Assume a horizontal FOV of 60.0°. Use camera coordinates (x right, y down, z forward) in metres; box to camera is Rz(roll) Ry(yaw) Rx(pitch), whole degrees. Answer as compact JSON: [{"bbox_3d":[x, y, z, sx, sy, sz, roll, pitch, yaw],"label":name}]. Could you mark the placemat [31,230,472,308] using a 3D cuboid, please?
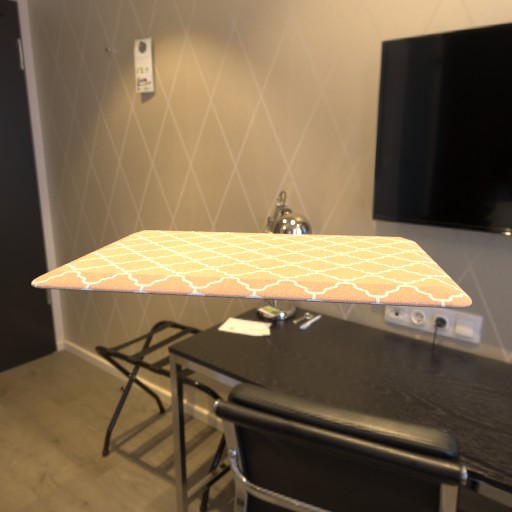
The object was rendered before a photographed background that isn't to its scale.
[{"bbox_3d":[0.000,0.000,0.972,0.762,0.021,0.508,2,14,8],"label":"placemat"}]
